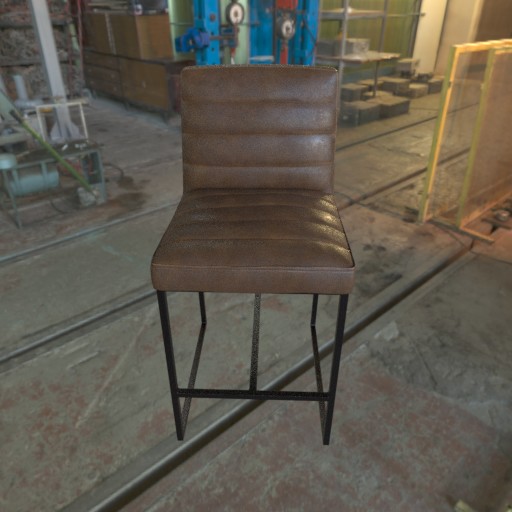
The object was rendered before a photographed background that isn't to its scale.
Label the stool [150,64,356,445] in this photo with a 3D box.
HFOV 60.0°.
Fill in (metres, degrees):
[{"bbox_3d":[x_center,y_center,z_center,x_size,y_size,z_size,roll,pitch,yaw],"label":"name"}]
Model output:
[{"bbox_3d":[0.000,0.000,1.257,0.463,0.942,0.562,1,31,2],"label":"stool"}]
